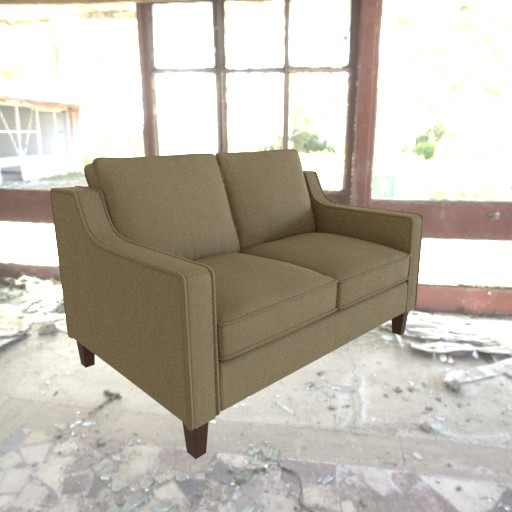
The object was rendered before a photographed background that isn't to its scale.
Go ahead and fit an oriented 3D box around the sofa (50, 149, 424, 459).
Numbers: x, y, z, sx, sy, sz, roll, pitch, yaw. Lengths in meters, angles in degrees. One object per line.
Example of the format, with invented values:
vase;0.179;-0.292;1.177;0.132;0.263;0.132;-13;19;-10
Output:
sofa;0.000;0.000;2.131;1.501;0.971;0.987;-14;20;-42
